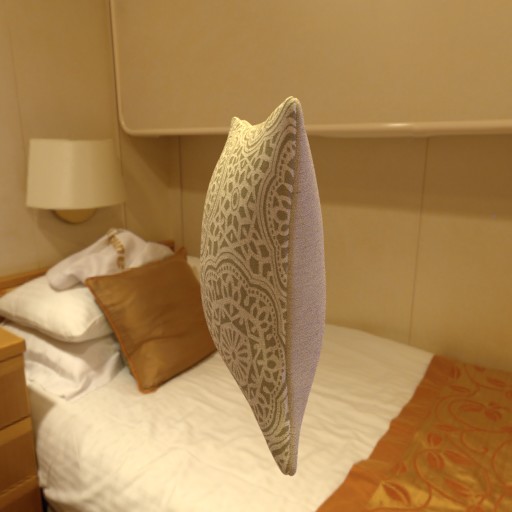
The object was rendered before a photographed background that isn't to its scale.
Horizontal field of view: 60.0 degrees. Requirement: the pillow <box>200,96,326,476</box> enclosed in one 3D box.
[{"bbox_3d":[0.000,0.000,0.665,0.167,0.421,0.438,-3,15,-10],"label":"pillow"}]
